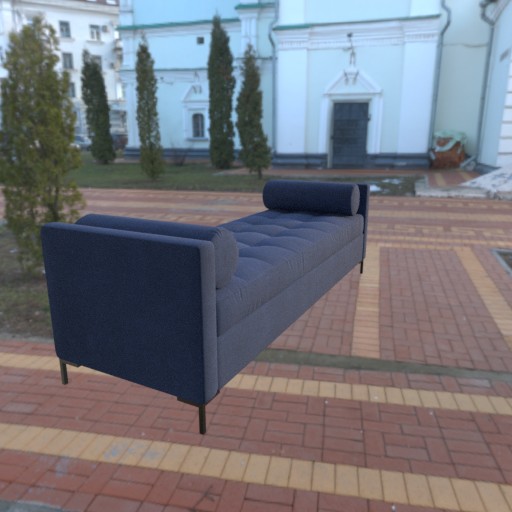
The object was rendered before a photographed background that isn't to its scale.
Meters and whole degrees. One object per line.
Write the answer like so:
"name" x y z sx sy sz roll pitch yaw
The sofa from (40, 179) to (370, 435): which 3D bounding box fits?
"sofa" 0.000 0.000 2.316 0.686 0.635 1.981 8 17 27
